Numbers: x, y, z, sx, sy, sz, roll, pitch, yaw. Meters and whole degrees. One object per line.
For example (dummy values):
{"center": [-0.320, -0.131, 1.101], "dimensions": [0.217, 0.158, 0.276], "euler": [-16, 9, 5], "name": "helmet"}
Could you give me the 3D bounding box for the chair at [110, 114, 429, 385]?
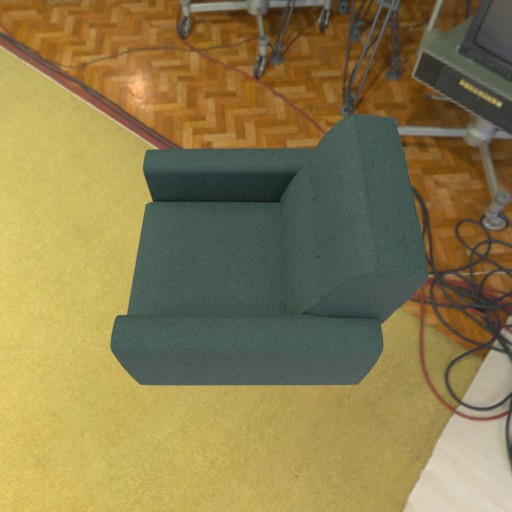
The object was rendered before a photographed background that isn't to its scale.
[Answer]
{"center": [0.000, 0.000, 1.623], "dimensions": [0.909, 0.841, 0.831], "euler": [0, 59, 0], "name": "chair"}
